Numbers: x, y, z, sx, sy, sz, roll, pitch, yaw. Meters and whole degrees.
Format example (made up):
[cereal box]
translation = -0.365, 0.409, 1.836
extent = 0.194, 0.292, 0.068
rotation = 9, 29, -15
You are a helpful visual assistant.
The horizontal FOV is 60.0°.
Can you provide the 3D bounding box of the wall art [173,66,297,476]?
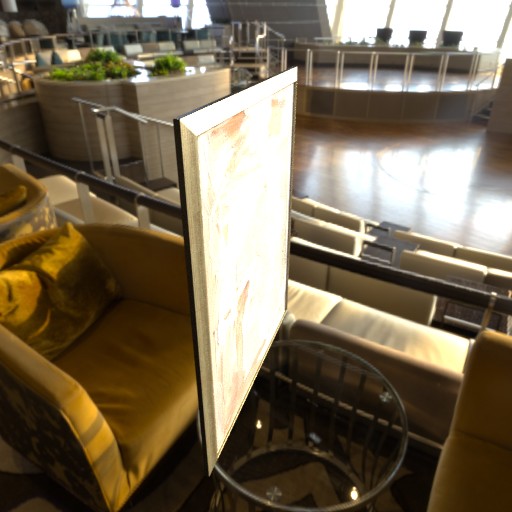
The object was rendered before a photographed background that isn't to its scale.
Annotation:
[wall art]
translation = 0.000, 0.000, 0.908
extent = 0.018, 0.660, 0.559
rotation = 9, 31, 16
